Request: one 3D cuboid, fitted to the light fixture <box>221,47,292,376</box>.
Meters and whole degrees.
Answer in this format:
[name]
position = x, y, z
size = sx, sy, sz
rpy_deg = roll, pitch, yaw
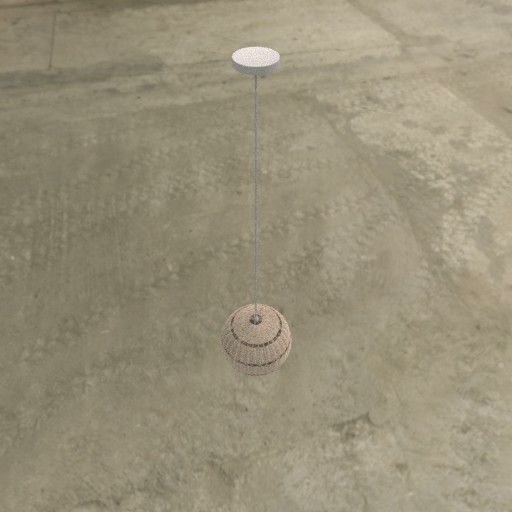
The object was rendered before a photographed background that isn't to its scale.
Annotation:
[light fixture]
position = 0.000, 0.000, 2.271
size = 0.457, 2.019, 0.457
rpy_deg = 9, 47, 9
